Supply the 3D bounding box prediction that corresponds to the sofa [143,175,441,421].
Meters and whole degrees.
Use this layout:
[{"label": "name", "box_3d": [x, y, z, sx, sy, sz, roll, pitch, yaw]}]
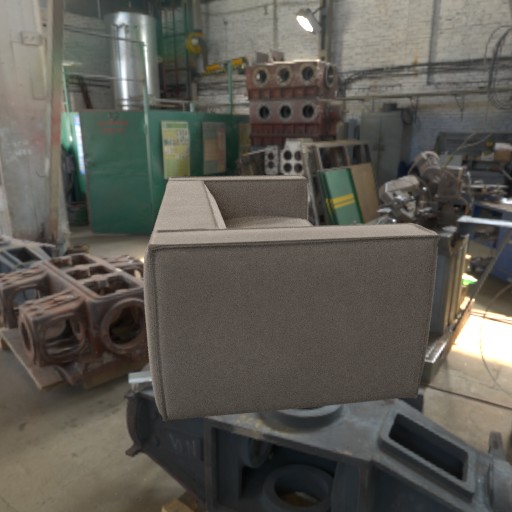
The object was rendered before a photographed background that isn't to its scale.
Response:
[{"label": "sofa", "box_3d": [0.000, 0.000, 2.445, 1.038, 0.680, 1.995, -2, 16, -8]}]
